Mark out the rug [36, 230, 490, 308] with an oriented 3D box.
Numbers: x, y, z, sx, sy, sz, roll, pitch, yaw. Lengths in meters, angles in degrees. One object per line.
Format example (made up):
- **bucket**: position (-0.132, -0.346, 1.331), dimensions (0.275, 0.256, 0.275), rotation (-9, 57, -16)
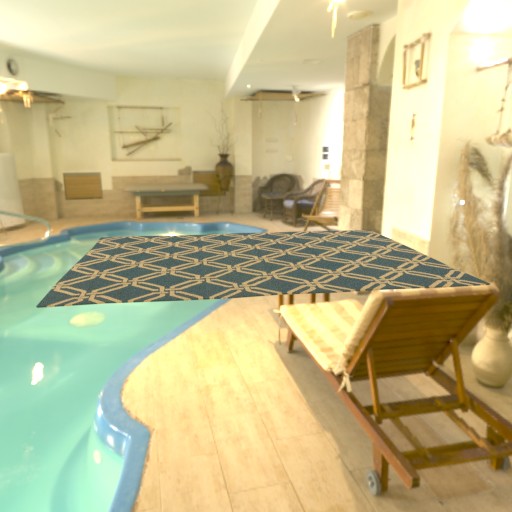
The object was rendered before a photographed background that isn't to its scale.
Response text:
- **rug**: position (0.000, 0.000, 2.753), dimensions (2.135, 0.013, 1.524), rotation (-2, 14, -9)
